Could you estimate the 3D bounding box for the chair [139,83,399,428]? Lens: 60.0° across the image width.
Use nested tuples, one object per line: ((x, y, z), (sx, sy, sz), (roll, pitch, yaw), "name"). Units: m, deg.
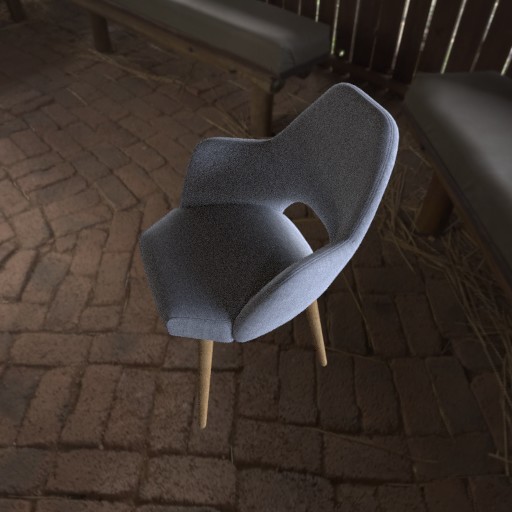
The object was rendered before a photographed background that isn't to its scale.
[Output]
((0.000, 0.000, 1.261), (0.610, 0.840, 0.590), (-17, 49, -15), "chair")
